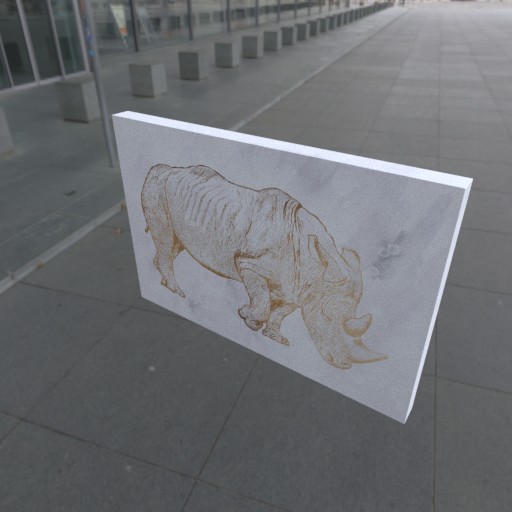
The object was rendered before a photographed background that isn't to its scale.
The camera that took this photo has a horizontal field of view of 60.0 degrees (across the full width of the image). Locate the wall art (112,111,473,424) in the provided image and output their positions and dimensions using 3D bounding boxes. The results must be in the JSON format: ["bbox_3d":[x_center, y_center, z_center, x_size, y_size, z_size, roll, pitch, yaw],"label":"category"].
[{"bbox_3d":[0.000,0.000,0.773,0.609,0.407,0.038,20,36,29],"label":"wall art"}]
